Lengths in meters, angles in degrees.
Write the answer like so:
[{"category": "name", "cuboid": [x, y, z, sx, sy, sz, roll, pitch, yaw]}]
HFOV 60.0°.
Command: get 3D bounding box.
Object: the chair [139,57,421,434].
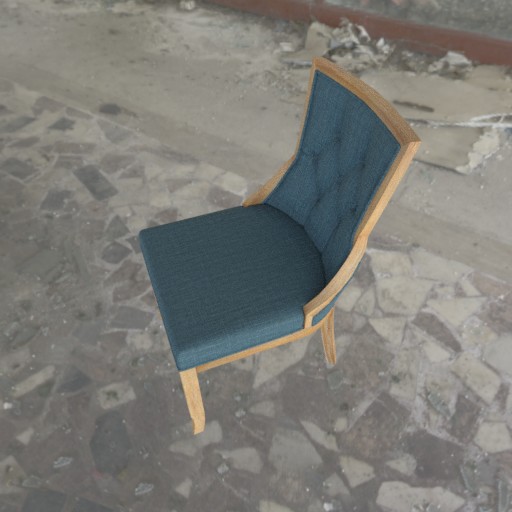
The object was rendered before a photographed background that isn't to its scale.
[{"category": "chair", "cuboid": [0.000, 0.000, 1.356, 0.641, 0.947, 0.524, -16, 49, -15]}]
